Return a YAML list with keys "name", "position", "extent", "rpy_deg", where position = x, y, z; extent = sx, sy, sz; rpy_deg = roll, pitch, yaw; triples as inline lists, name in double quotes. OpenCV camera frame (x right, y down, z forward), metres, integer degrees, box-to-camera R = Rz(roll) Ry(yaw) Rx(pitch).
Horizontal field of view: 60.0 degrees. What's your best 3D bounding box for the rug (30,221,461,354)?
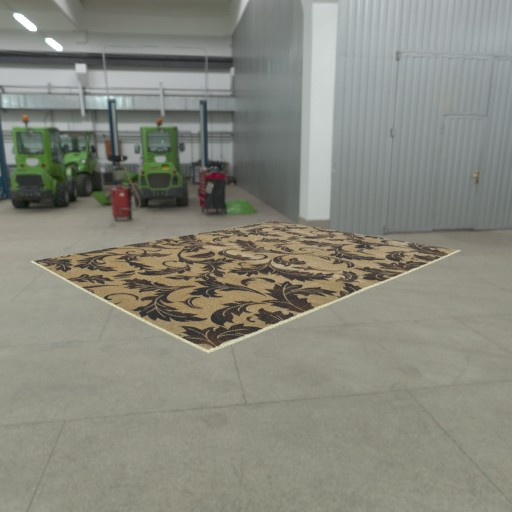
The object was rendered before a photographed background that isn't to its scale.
- name: "rug"
  position: [0.000, 0.000, 3.866]
  extent: [2.977, 0.008, 2.380]
  rpy_deg: [-13, 19, -43]
